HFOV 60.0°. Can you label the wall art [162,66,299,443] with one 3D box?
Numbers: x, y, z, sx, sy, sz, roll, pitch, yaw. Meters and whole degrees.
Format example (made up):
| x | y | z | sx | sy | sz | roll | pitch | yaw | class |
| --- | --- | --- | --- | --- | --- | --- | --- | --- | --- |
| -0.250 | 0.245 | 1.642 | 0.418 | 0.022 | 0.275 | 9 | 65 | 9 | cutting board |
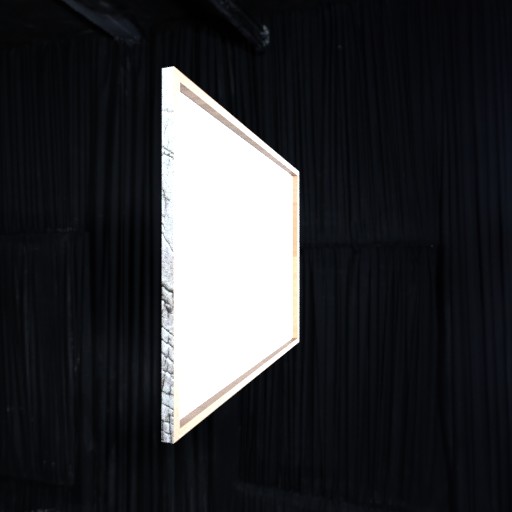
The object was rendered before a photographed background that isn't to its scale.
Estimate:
| x | y | z | sx | sy | sz | roll | pitch | yaw | class |
| --- | --- | --- | --- | --- | --- | --- | --- | --- | --- |
| 0.000 | 0.000 | 1.150 | 0.023 | 0.607 | 0.914 | 0 | 0 | 18 | wall art |
